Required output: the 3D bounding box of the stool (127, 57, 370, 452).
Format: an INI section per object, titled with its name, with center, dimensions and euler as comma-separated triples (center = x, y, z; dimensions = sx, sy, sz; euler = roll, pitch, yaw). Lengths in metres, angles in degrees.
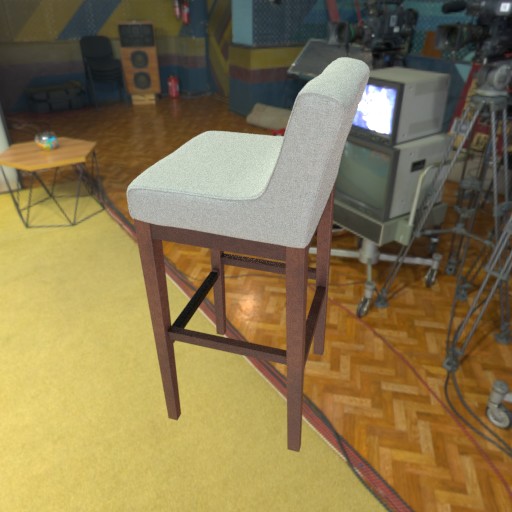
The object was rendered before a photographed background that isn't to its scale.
[stool]
center = 0.000, 0.000, 1.298
dimensions = 0.500, 1.037, 0.511
euler = 9, 32, 14
